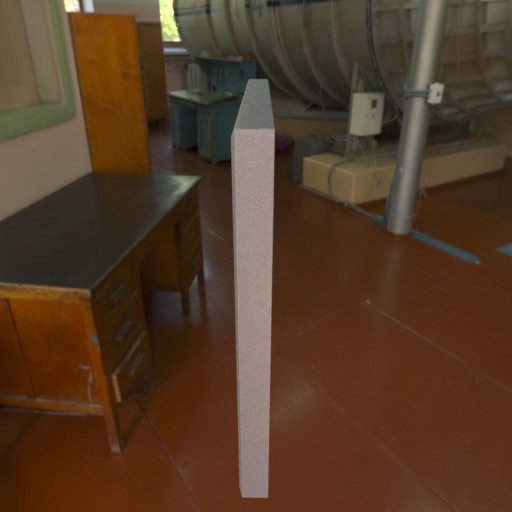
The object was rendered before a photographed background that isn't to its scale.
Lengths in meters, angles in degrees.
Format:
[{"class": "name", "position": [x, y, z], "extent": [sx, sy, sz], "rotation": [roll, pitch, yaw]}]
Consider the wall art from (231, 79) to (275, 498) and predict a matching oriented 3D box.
[{"class": "wall art", "position": [0.000, 0.000, 0.507], "extent": [0.028, 0.349, 0.349], "rotation": [0, 26, 1]}]
